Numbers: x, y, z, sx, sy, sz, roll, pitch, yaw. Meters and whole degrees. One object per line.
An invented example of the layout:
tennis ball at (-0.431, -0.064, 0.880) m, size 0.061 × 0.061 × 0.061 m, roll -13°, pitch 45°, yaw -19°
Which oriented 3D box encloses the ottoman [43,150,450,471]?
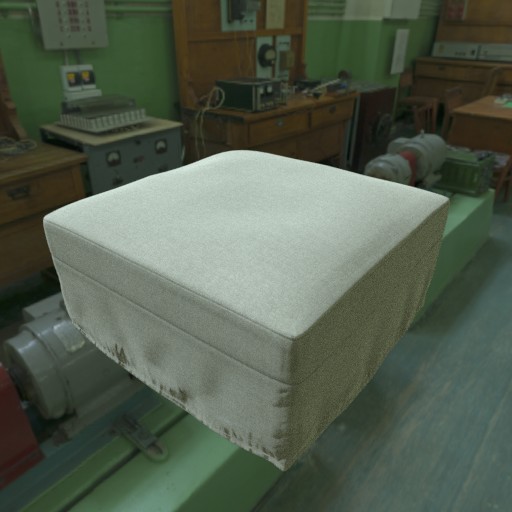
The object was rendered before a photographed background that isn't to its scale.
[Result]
ottoman at (0.000, 0.000, 1.313) m, size 0.840 × 0.436 × 0.843 m, roll 21°, pitch 35°, yaw 33°
